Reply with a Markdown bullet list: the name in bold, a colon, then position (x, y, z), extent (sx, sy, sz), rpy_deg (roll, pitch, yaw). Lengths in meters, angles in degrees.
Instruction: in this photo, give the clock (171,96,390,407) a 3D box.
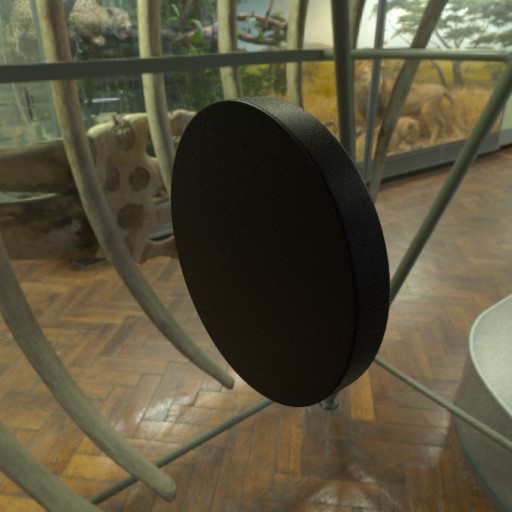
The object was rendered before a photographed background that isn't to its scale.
- **clock**: position (0.000, 0.000, 0.465), extent (0.040, 0.314, 0.314), rpy_deg (-18, 31, -32)
